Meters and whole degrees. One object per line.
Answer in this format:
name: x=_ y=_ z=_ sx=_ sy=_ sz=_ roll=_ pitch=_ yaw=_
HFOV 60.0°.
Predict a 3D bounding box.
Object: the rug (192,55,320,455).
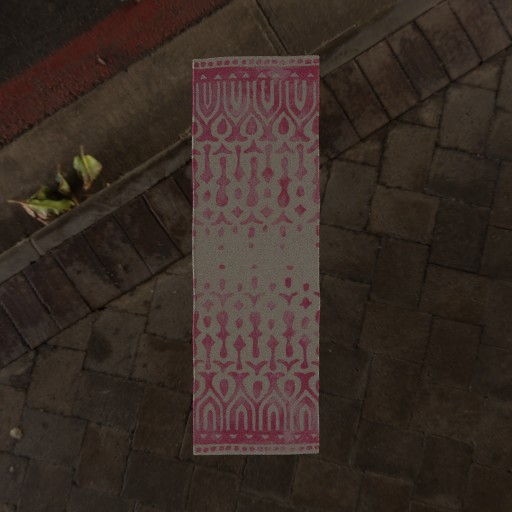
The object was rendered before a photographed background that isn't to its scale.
rug: x=0.000 y=0.000 z=2.731 sx=0.787 sy=0.011 sz=2.458 roll=0 pitch=90 yaw=1
